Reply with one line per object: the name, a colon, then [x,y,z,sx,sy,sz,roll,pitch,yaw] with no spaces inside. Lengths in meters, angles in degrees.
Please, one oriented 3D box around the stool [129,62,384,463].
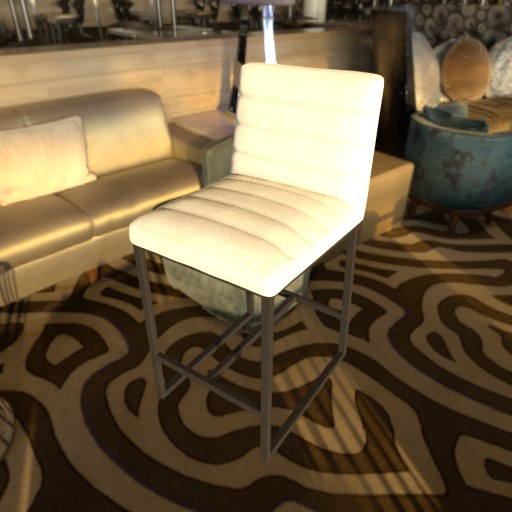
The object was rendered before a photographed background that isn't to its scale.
stool: [0.000,0.000,1.301,0.459,0.971,0.567,19,36,29]
